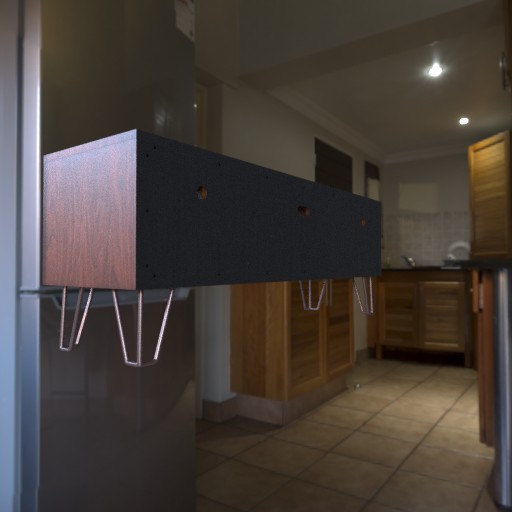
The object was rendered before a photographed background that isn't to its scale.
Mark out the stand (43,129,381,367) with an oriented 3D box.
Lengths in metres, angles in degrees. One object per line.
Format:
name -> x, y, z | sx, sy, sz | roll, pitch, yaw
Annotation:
stand -> 0.000, 0.000, 1.900 | 0.481, 0.610, 1.626 | -1, -1, 37
